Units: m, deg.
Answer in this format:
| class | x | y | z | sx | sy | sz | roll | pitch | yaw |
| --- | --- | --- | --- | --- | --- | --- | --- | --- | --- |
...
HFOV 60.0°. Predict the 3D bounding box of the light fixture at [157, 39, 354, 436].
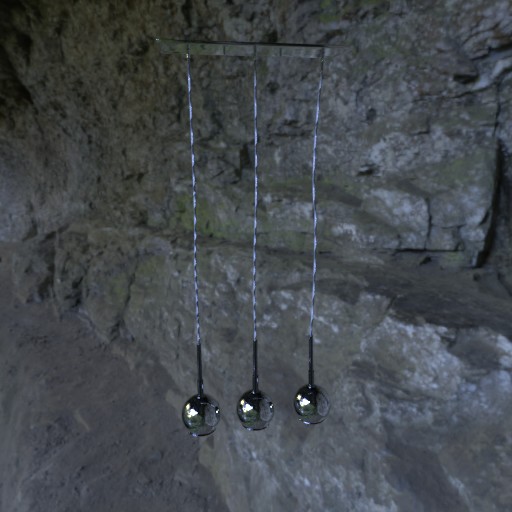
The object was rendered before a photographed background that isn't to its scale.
| class | x | y | z | sx | sy | sz | roll | pitch | yaw |
| --- | --- | --- | --- | --- | --- | --- | --- | --- | --- |
| light fixture | 0.000 | 0.000 | 1.633 | 0.623 | 1.408 | 0.188 | -2 | 15 | -9 |
